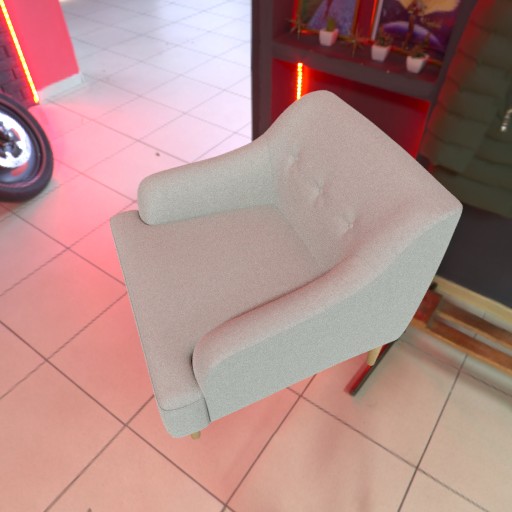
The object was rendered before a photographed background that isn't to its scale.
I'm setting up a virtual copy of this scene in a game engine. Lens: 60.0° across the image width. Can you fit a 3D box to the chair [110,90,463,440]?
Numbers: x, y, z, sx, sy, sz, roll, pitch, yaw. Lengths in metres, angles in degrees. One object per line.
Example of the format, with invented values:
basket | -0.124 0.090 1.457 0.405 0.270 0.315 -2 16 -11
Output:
chair | 0.000 0.000 1.634 0.951 0.818 0.946 -16 47 -15
